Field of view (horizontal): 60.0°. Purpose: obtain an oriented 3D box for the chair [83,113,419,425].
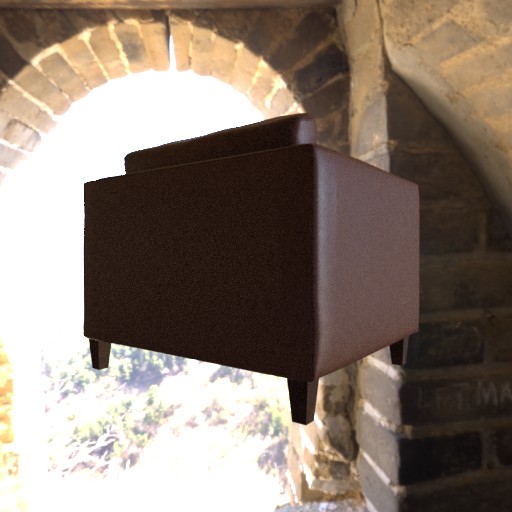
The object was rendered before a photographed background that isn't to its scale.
[{"bbox_3d":[0.000,0.000,1.852,1.107,0.917,0.959,0,1,37],"label":"chair"}]
